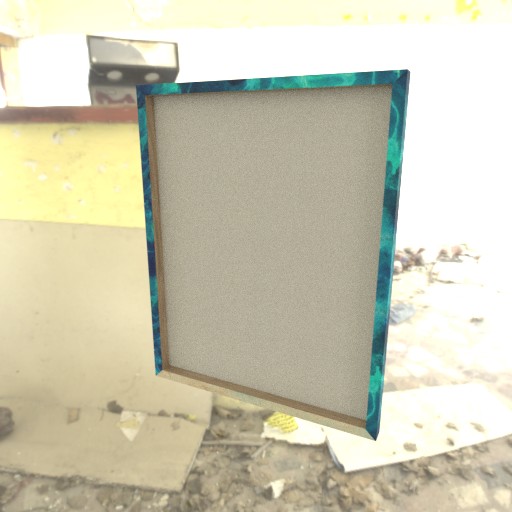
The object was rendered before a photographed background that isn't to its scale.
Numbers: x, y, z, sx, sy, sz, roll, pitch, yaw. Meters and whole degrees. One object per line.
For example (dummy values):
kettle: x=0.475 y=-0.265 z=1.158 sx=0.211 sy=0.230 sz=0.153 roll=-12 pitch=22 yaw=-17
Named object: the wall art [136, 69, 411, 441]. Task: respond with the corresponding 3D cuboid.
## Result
wall art: x=0.000 y=0.000 z=1.020 sx=0.609 sy=0.760 sz=0.038 roll=8 pitch=17 yaw=26
